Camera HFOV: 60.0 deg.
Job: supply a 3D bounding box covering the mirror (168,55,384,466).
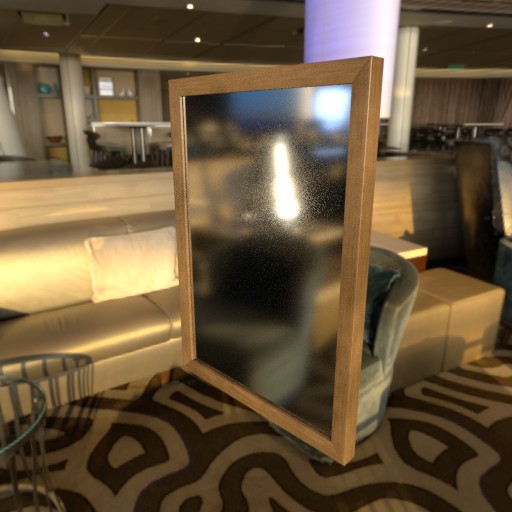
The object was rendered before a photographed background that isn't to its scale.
[{"bbox_3d":[0.000,0.000,0.918,0.507,0.710,0.040,16,23,43],"label":"mirror"}]
